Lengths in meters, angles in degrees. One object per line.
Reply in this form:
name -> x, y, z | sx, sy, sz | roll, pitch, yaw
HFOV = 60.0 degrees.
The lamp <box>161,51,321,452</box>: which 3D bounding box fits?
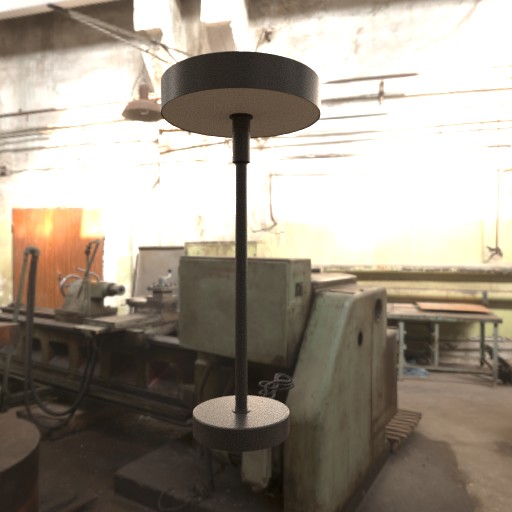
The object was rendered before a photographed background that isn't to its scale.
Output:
lamp -> 0.000, 0.000, 0.711 | 0.229, 0.508, 0.369 | 0, 0, 18
